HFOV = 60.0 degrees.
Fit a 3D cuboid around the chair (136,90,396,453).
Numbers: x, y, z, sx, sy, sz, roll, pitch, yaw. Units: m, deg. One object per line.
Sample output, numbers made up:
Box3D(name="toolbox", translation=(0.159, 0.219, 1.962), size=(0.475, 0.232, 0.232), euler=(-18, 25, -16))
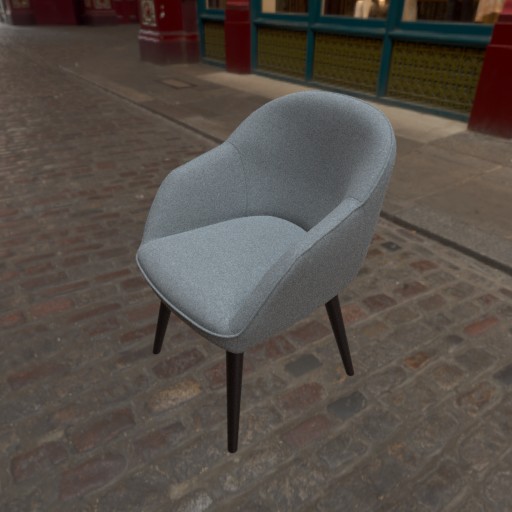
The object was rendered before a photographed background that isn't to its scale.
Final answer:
Box3D(name="chair", translation=(0.000, 0.000, 1.266), size=(0.611, 0.810, 0.589), euler=(-21, 38, -31))
